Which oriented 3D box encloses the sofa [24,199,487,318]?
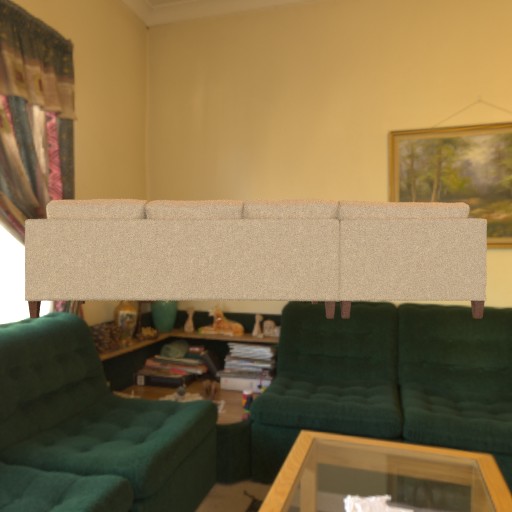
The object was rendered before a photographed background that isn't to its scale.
[{"bbox_3d":[0.000,0.000,3.835,3.186,0.846,1.625,0,1,0],"label":"sofa"}]
